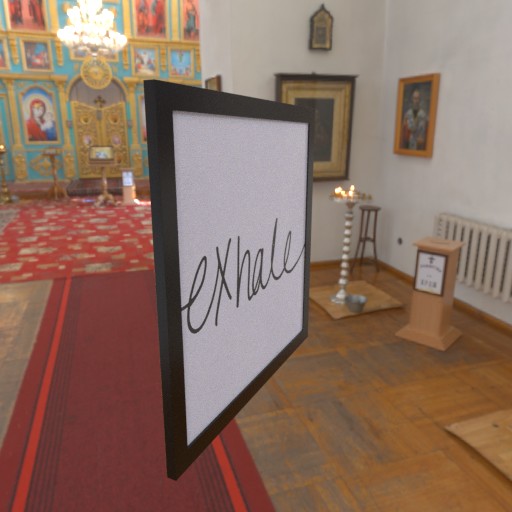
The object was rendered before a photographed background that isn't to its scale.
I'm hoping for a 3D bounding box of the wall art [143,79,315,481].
[{"bbox_3d":[0.000,0.000,0.663,0.014,0.445,0.446,7,16,26],"label":"wall art"}]
